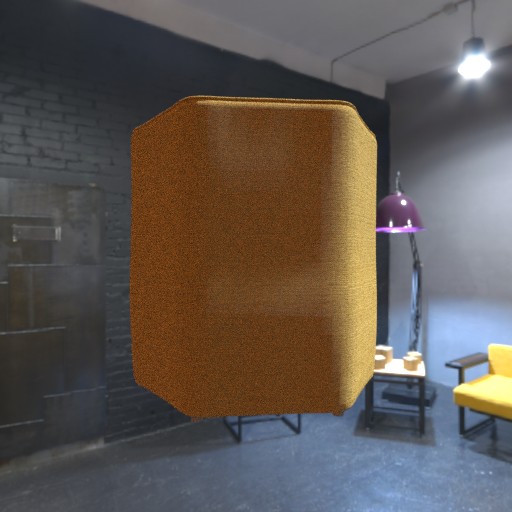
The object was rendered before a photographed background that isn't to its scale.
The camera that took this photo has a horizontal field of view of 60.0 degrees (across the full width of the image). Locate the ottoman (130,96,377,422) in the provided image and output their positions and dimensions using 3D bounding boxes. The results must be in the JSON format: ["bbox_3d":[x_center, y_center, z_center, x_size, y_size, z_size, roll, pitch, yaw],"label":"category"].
[{"bbox_3d":[0.000,0.000,0.886,0.443,0.502,0.494,0,1,-36],"label":"ottoman"}]
